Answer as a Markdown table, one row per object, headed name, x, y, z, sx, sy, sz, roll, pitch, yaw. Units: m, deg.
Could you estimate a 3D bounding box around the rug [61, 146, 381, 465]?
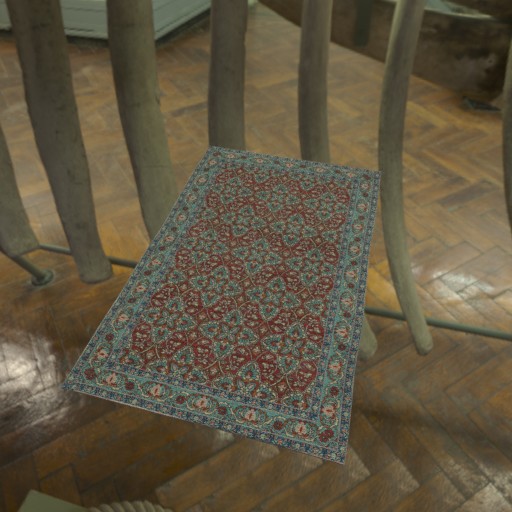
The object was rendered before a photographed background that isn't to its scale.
| name | x | y | z | sx | sy | sz | roll | pitch | yaw |
| --- | --- | --- | --- | --- | --- | --- | --- | --- | --- |
| rug | 0.000 | 0.000 | 3.055 | 1.533 | 0.011 | 2.439 | 11 | 47 | 10 |
